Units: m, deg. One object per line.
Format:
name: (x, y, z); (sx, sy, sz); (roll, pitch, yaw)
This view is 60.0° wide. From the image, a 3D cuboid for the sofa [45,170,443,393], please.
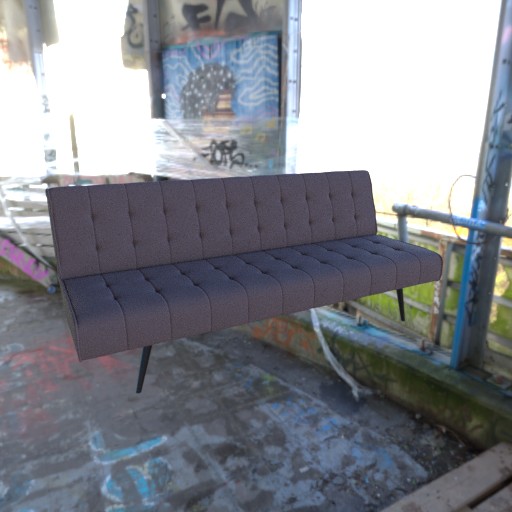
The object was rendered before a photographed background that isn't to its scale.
sofa: (0.000, 0.000, 2.098); (1.703, 0.699, 0.747); (-9, 18, -27)
